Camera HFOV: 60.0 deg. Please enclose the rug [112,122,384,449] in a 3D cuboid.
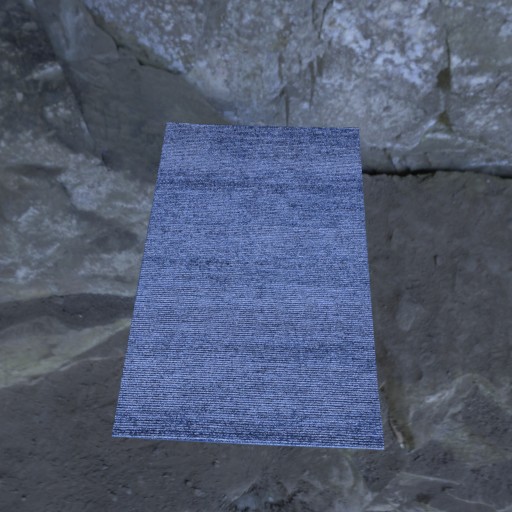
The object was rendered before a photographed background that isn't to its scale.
[{"bbox_3d":[0.000,0.000,2.220,1.135,0.010,1.740,2,63,1],"label":"rug"}]
